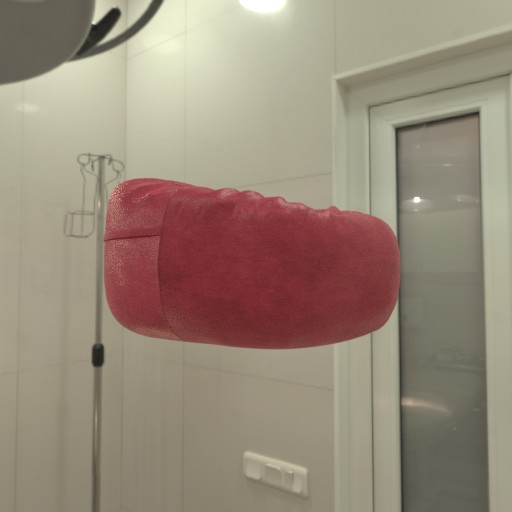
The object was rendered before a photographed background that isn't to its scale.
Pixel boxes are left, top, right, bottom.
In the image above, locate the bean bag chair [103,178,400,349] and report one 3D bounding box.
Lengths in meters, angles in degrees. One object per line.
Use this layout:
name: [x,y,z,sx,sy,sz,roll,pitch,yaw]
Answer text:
bean bag chair: [0.000,0.000,2.474,1.524,0.878,1.524,-2,-3,37]
